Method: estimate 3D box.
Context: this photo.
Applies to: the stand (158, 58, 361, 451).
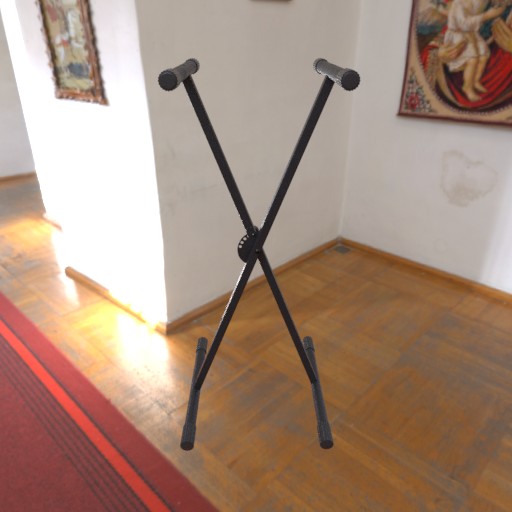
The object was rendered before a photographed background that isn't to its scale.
[{"bbox_3d":[0.000,0.000,1.175,0.409,0.940,0.449,0,27,-1],"label":"stand"}]
